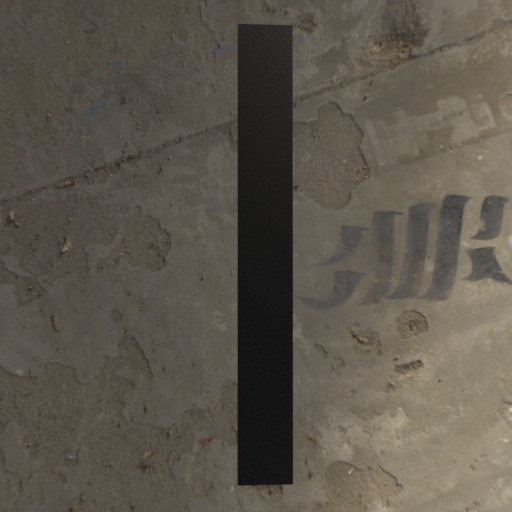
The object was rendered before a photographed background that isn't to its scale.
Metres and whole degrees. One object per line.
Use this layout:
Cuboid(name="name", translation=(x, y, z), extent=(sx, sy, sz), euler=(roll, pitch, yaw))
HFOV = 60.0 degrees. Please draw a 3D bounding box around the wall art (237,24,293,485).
Cuboid(name="wall art", translation=(0.000, 0.000, 0.444), extent=(0.037, 0.303, 0.304), euler=(0, 89, -2))
